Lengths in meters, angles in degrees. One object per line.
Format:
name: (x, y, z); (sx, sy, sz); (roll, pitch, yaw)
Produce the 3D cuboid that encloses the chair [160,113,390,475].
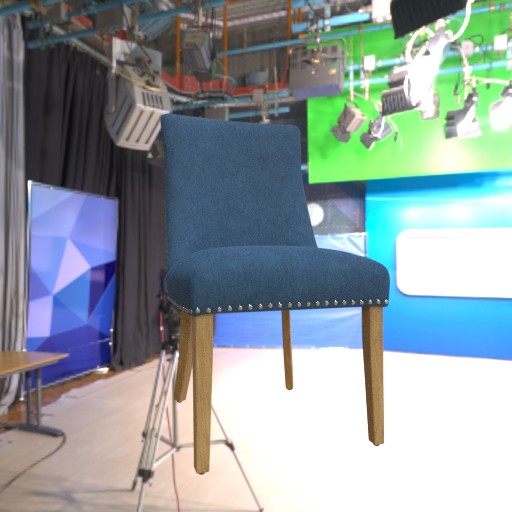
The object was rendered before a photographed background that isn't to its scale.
chair: (0.000, 0.000, 1.250); (0.495, 0.902, 0.610); (0, 1, -18)
